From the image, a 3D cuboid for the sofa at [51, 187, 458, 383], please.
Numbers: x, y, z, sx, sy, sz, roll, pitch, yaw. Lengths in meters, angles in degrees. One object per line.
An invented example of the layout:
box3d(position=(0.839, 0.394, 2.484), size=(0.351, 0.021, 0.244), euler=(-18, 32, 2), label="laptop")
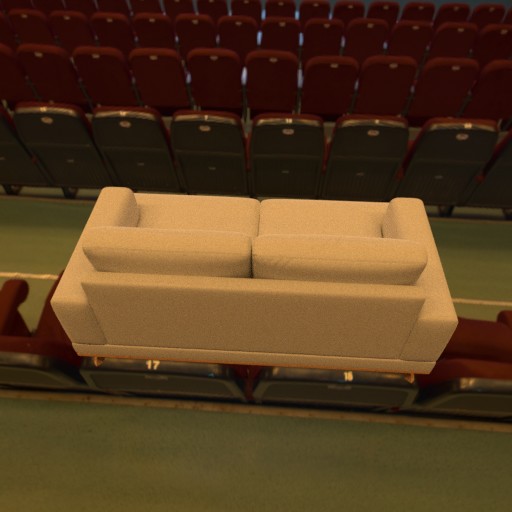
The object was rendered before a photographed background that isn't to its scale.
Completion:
box3d(position=(0.000, 0.000, 2.128), size=(1.651, 0.810, 0.915), euler=(2, 47, 2), label="sofa")
